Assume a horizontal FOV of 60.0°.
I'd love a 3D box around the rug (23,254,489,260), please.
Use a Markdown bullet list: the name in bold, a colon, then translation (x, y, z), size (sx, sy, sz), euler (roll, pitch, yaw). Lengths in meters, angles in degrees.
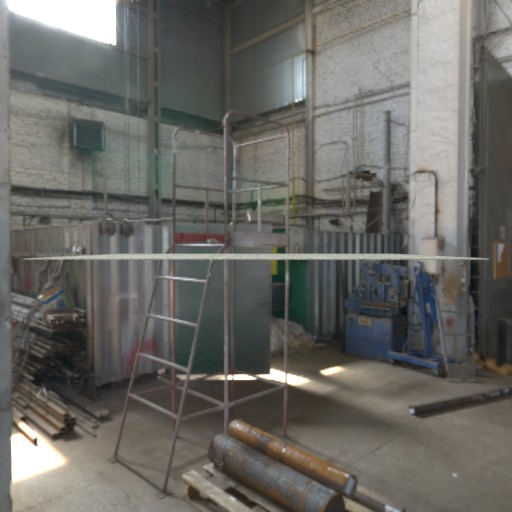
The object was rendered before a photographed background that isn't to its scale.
- **rug**: translation (0.000, 0.000, 2.930), size (2.283, 0.006, 1.521), euler (0, 1, 0)
